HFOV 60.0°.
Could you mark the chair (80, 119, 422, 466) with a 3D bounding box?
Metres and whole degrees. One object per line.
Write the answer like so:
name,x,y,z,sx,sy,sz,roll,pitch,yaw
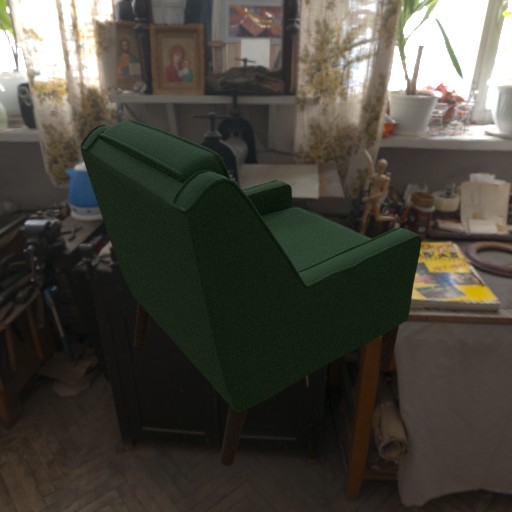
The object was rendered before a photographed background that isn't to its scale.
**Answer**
chair,0.000,0.000,1.329,0.743,0.792,0.663,-18,32,-31
